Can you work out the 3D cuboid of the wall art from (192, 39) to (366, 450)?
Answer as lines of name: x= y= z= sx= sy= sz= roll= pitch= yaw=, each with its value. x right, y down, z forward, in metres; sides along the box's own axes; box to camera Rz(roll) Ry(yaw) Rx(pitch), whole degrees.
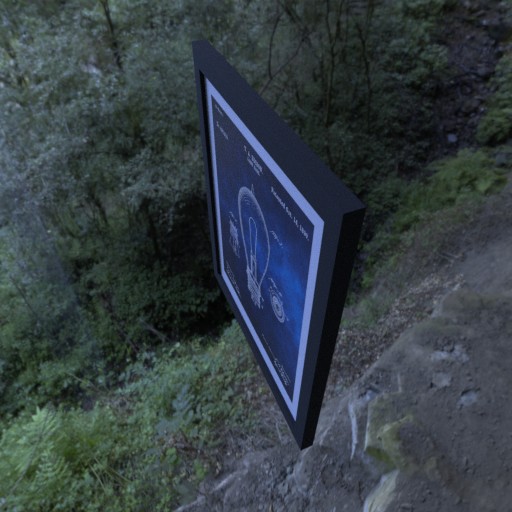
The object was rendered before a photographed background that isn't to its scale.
wall art: x=0.000 y=0.000 z=0.692 sx=0.023 sy=0.505 sz=0.428 roll=-17 pitch=48 yaw=-16
